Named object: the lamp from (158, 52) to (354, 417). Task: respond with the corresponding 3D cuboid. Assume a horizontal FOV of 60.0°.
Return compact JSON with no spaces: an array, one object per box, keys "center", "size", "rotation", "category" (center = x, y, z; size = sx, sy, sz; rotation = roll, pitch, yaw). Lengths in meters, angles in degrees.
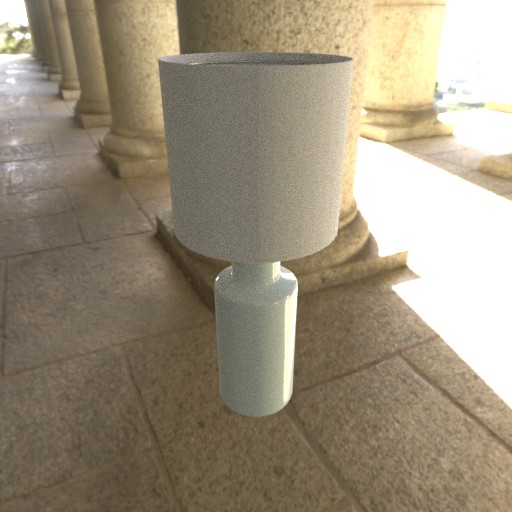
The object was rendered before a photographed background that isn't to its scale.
[{"center":[0.000,0.000,0.602],"size":[0.212,0.493,0.212],"rotation":[18,33,30],"category":"lamp"}]
